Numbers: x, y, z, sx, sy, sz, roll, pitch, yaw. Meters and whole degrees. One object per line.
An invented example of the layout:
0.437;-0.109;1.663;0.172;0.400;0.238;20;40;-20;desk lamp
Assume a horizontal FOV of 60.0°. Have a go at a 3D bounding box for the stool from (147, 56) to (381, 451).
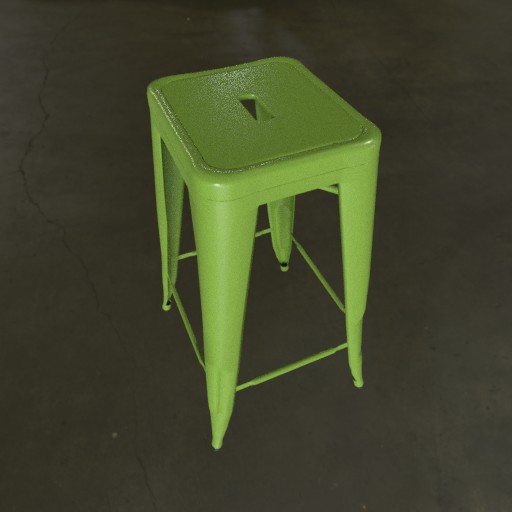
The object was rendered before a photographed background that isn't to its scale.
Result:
0.000;0.000;0.837;0.358;0.609;0.398;-17;49;-16;stool
